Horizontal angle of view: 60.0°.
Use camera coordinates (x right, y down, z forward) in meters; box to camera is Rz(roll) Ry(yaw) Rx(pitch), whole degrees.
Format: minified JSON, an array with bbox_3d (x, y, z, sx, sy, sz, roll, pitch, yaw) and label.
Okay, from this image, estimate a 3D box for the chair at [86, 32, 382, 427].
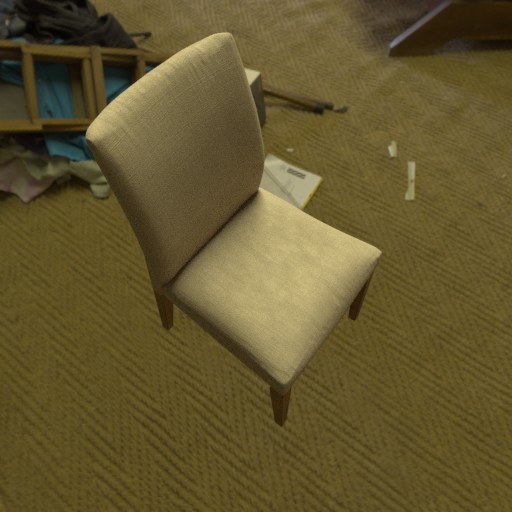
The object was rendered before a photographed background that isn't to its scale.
[{"bbox_3d":[0.000,0.000,1.243,0.585,0.940,0.496,33,65,18],"label":"chair"}]
